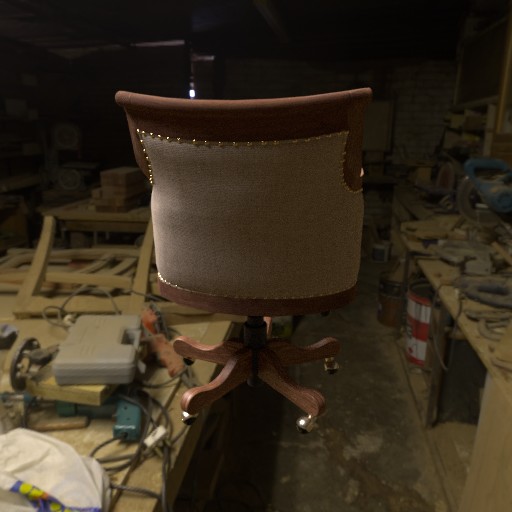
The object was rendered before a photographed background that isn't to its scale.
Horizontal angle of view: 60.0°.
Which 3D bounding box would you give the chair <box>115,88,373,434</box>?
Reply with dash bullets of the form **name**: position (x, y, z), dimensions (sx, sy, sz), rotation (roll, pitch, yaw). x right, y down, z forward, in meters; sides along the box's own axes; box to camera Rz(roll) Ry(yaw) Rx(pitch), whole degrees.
- **chair**: position (0.000, 0.000, 1.422), dimensions (0.656, 0.965, 0.689), rotation (3, 17, 9)
